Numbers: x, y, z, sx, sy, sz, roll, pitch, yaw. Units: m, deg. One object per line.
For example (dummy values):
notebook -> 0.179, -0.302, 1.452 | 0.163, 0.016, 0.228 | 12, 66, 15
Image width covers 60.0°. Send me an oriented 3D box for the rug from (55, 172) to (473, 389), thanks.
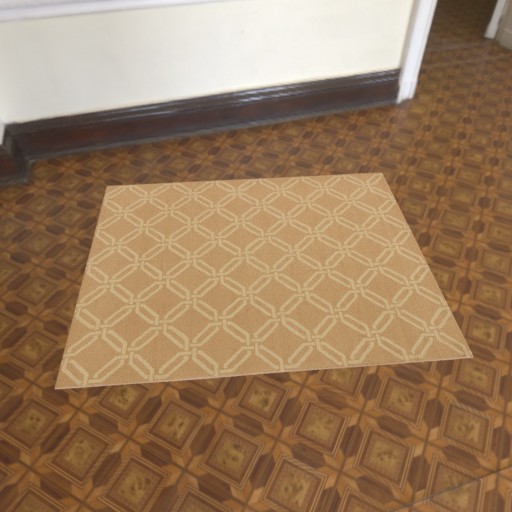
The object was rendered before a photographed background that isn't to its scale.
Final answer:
rug -> 0.000, 0.000, 3.850 | 2.895, 0.018, 2.288 | -3, 45, -3
